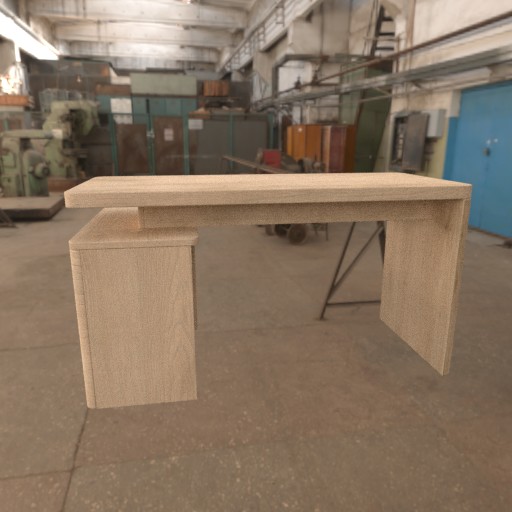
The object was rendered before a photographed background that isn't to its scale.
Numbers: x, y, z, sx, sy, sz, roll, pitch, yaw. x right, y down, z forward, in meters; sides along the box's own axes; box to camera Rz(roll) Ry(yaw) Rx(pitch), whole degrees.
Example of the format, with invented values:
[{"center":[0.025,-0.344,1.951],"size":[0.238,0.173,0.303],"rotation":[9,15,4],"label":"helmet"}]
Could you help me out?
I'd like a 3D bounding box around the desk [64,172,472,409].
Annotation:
[{"center":[0.000,0.000,2.119],"size":[1.400,0.770,1.175],"rotation":[-2,15,-9],"label":"desk"}]
